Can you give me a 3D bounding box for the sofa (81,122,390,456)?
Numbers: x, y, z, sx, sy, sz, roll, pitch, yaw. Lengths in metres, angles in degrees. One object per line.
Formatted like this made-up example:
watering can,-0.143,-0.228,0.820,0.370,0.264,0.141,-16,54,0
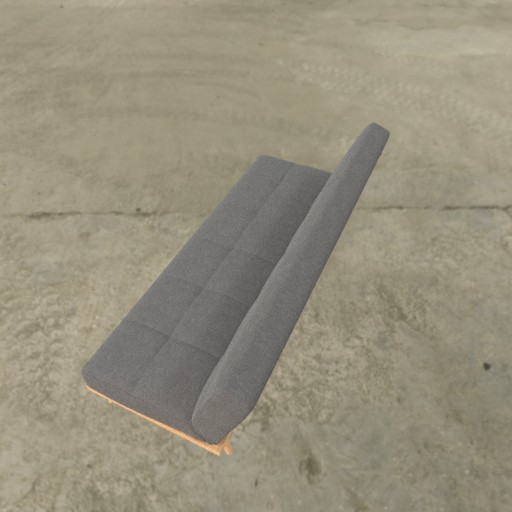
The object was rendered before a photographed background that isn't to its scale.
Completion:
sofa,0.000,0.000,2.276,0.820,0.770,1.820,19,49,17
